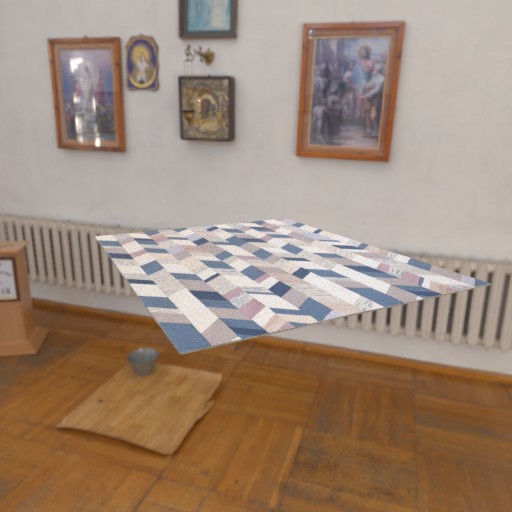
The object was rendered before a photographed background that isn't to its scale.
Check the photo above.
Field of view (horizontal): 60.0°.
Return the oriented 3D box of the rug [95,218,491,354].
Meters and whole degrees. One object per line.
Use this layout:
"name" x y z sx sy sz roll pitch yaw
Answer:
"rug" 0.000 0.000 4.118 2.451 0.011 3.072 -8 17 -26
